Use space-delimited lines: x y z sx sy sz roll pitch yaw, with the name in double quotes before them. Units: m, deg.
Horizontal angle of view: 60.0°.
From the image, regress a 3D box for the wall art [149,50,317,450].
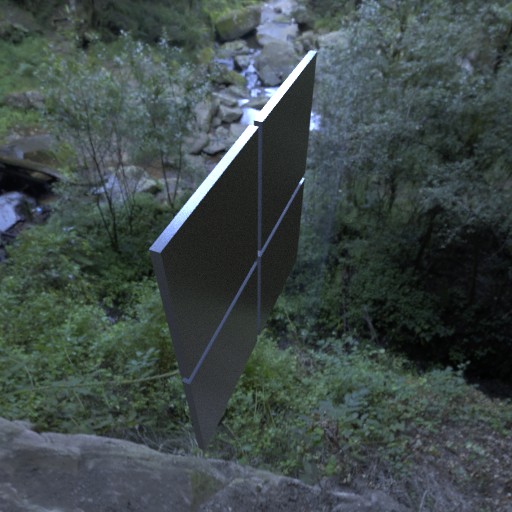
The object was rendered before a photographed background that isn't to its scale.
"wall art" 0.000 0.000 1.693 0.029 1.118 1.118 17 49 15
